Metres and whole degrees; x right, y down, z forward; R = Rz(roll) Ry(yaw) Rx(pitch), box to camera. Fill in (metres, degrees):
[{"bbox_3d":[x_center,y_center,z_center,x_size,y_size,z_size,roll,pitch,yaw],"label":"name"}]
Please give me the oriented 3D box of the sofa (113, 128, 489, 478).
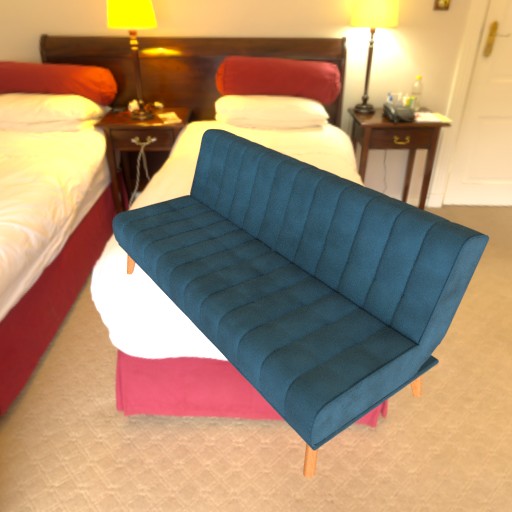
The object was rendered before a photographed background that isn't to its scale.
[{"bbox_3d":[0.000,0.000,2.254,0.855,0.813,1.804,-21,36,-30],"label":"sofa"}]
